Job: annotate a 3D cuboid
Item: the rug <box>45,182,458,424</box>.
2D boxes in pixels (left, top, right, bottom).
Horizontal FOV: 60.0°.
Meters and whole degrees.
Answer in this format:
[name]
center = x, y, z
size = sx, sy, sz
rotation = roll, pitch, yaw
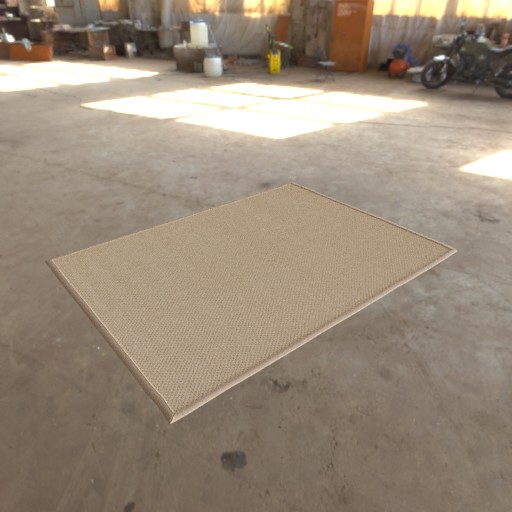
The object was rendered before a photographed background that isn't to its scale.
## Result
[rug]
center = 0.000, 0.000, 2.741
size = 2.081, 0.020, 1.525
rotation = -23, 37, -33
